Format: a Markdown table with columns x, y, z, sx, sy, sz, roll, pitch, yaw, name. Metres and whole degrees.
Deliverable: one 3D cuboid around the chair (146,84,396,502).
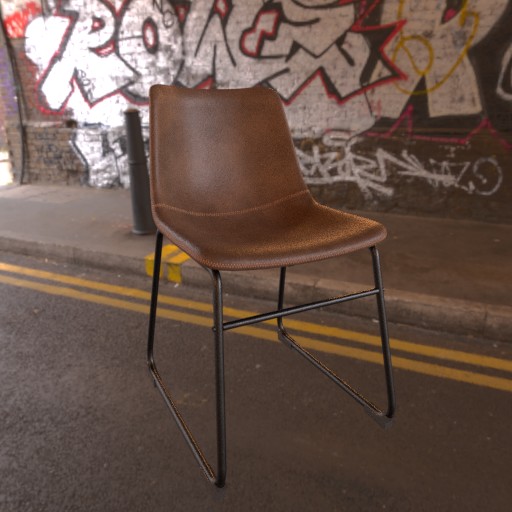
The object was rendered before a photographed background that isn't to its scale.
| x | y | z | sx | sy | sz | roll | pitch | yaw | name |
| --- | --- | --- | --- | --- | --- | --- | --- | --- | --- |
| 0.000 | 0.000 | 1.056 | 0.460 | 0.780 | 0.551 | -9 | 20 | -26 | chair |
